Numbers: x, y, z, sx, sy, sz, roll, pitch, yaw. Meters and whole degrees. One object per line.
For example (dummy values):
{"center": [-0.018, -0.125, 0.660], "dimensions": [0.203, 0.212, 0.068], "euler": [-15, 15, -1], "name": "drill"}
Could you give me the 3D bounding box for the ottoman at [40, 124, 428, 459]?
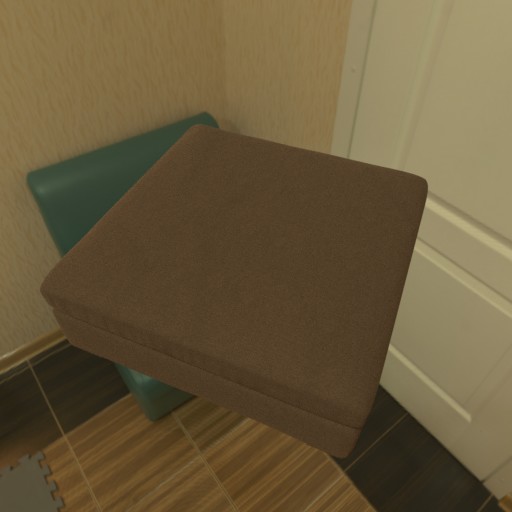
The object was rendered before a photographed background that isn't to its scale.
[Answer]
{"center": [0.000, 0.000, 1.854], "dimensions": [1.181, 0.470, 1.181], "euler": [17, 49, 16], "name": "ottoman"}
